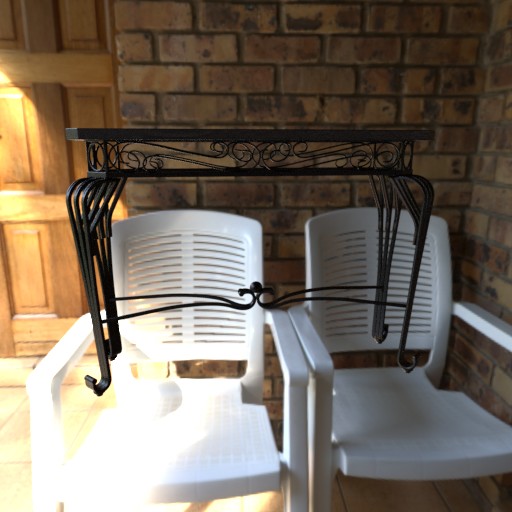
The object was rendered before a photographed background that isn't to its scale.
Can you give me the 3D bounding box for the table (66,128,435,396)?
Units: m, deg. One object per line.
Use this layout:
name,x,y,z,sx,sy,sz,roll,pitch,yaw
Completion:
table,0.000,0.000,1.472,1.112,0.800,0.329,-2,14,-8
